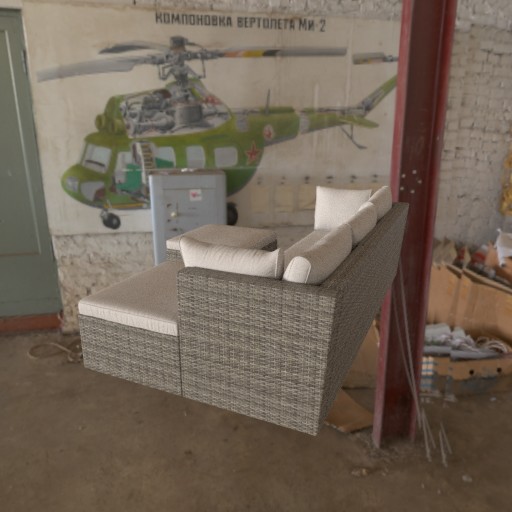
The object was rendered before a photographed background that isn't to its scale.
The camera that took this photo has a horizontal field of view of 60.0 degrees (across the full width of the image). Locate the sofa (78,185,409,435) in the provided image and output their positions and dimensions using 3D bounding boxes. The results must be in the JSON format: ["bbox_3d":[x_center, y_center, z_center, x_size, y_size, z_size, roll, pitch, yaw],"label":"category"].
[{"bbox_3d":[0.000,0.000,2.957,1.662,0.766,2.192,8,18,24],"label":"sofa"}]
